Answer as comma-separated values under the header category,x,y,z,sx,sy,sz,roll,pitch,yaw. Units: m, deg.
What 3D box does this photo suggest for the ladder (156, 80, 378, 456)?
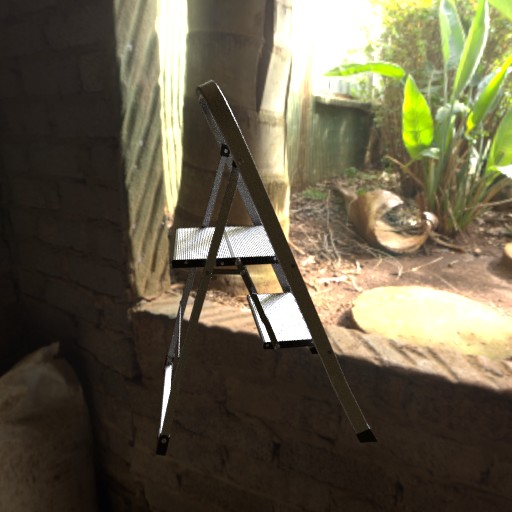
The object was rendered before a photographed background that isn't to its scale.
category,x,y,z,sx,sy,sz,roll,pitch,yaw
ladder,0.000,0.000,1.142,0.530,0.830,0.465,-2,17,-8
